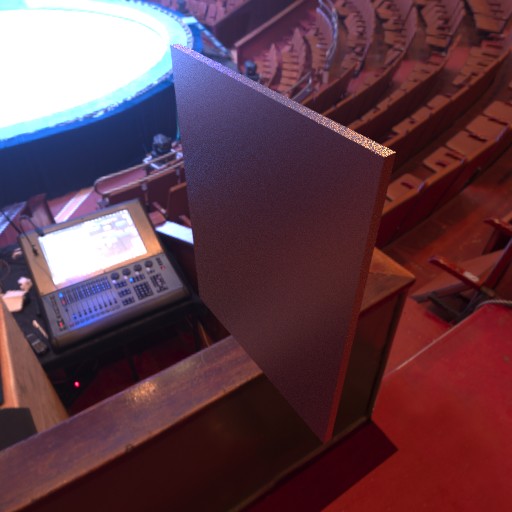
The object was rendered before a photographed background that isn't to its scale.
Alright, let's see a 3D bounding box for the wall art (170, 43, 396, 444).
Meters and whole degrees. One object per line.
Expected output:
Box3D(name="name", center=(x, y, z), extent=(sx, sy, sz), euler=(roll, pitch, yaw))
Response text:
Box3D(name="wall art", center=(0.000, 0.000, 1.373), extent=(0.030, 1.046, 0.816), euler=(-25, 47, -26))
